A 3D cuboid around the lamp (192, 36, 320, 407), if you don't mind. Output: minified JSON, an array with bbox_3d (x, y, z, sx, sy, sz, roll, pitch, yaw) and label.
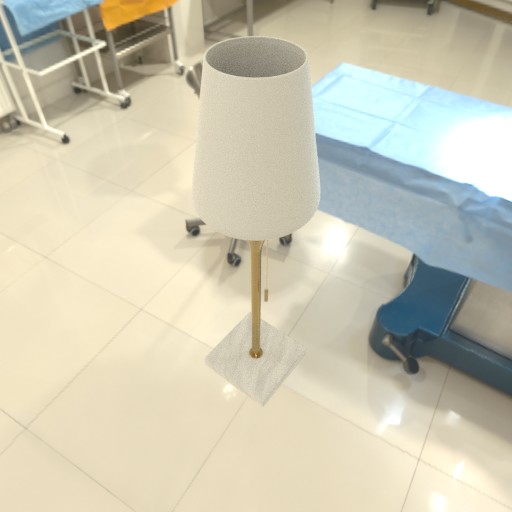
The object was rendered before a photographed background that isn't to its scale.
[{"bbox_3d":[0.000,0.000,0.720,0.181,0.639,0.181,29,53,25],"label":"lamp"}]
